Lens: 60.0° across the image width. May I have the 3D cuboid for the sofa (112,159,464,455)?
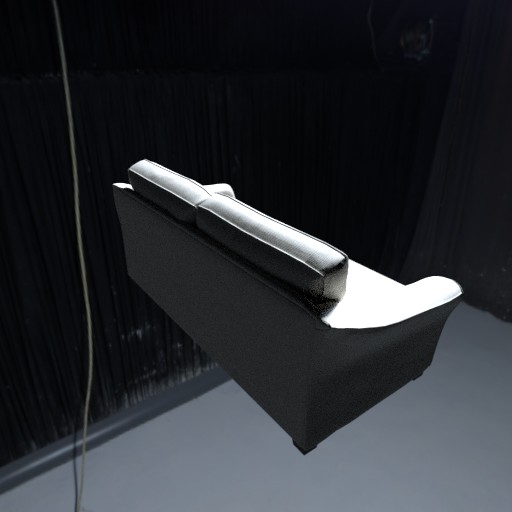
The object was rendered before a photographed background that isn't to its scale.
[{"bbox_3d":[0.000,0.000,2.774,0.980,0.965,2.270,-17,31,-32],"label":"sofa"}]
